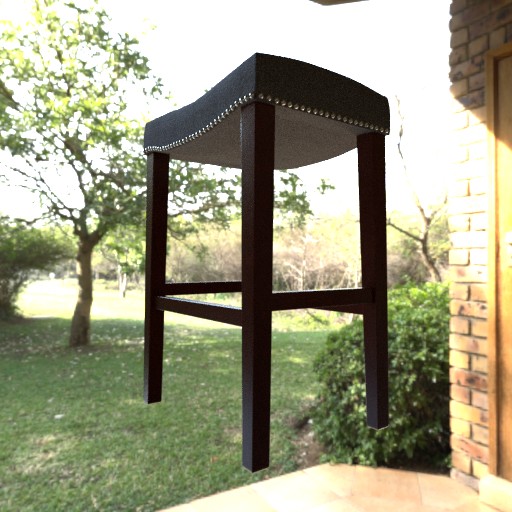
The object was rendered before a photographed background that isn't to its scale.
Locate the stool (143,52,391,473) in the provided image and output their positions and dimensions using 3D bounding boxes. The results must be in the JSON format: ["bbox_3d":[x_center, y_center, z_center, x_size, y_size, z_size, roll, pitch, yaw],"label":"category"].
[{"bbox_3d":[0.000,0.000,1.049,0.372,0.742,0.504,1,-1,-36],"label":"stool"}]
